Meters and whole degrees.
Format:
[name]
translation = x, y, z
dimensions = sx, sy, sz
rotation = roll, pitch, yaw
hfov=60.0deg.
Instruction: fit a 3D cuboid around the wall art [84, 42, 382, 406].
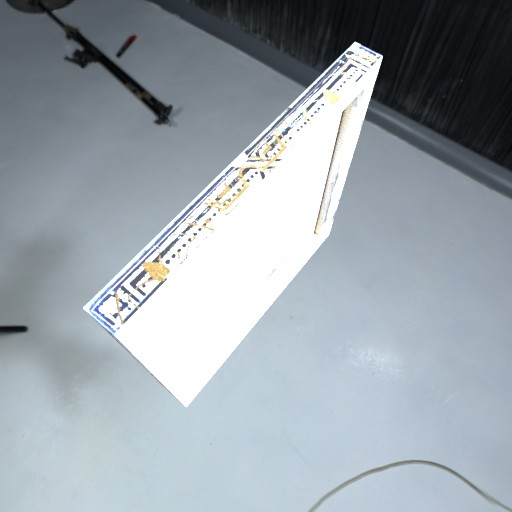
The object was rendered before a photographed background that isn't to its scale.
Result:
[wall art]
translation = 0.000, 0.000, 0.614
dimensions = 0.038, 0.410, 0.411
rotation = 35, 69, 16
